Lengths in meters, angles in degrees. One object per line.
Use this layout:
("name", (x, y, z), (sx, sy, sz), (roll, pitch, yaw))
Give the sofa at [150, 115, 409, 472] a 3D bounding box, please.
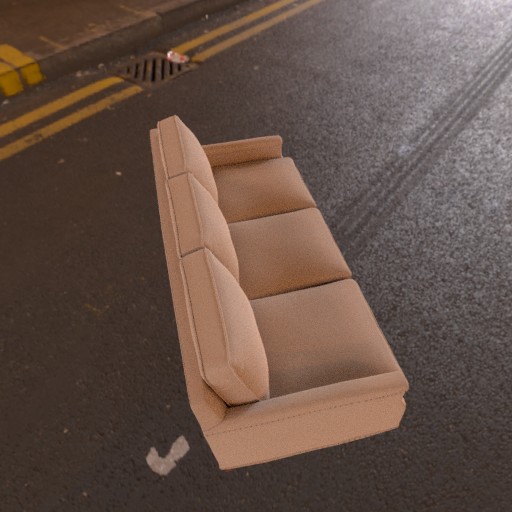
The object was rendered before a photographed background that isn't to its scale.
("sofa", (0.000, 0.000, 2.820), (1.084, 1.003, 2.246), (-10, 47, -9))
